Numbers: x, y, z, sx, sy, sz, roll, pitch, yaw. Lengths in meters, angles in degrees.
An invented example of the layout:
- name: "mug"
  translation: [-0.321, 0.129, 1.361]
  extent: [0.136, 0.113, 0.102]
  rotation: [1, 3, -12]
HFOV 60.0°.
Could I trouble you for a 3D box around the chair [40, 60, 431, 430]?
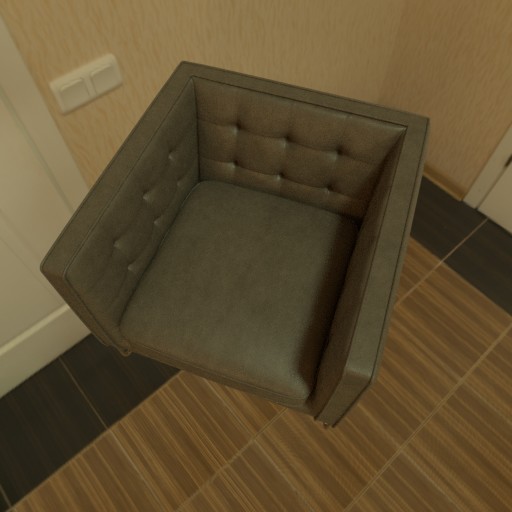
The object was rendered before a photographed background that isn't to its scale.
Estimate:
- name: "chair"
  translation: [0.000, 0.000, 1.559]
  extent: [0.880, 0.790, 0.894]
  rotation: [17, 61, 10]
